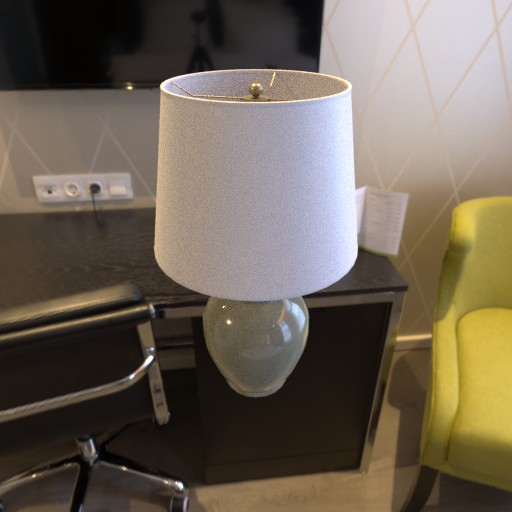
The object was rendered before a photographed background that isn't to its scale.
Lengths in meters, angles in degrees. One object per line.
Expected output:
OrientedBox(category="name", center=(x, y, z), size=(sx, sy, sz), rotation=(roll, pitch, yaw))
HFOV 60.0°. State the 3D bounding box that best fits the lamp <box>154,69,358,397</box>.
OrientedBox(category="lamp", center=(0.000, 0.000, 0.542), size=(0.239, 0.399, 0.239), rotation=(0, 31, 0))
